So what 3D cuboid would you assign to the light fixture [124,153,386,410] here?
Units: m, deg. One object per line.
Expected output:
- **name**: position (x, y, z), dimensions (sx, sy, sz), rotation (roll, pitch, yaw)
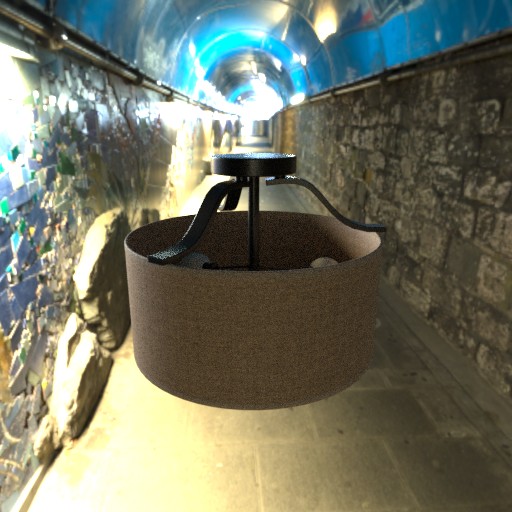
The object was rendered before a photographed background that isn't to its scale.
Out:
- **light fixture**: position (0.000, 0.000, 0.690), dimensions (0.390, 0.306, 0.390), rotation (0, 16, 0)
